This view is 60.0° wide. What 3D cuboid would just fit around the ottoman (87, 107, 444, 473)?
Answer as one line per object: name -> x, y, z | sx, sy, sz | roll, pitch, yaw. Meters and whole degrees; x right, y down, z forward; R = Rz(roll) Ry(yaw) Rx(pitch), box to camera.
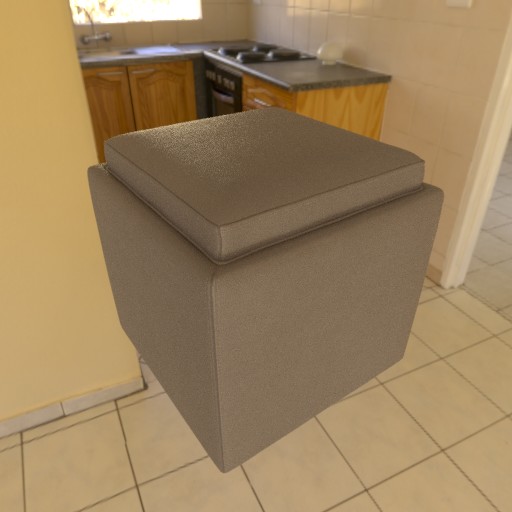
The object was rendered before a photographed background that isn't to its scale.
ottoman -> 0.000, 0.000, 0.828 | 0.450, 0.460, 0.451 | -21, 38, -29
